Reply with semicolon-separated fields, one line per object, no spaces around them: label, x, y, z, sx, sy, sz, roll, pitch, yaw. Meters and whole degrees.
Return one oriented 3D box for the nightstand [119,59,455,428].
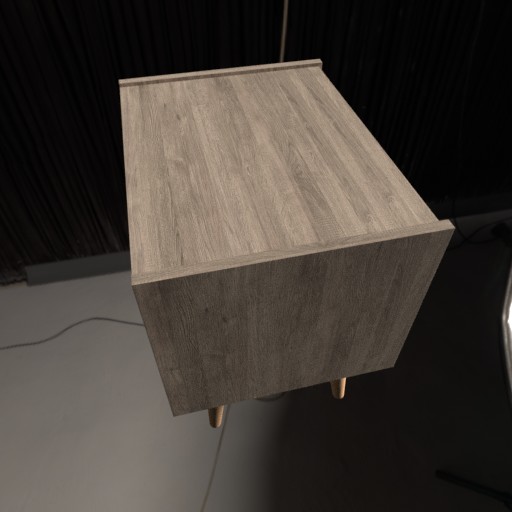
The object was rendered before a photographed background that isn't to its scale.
nightstand;0.000;0.000;0.830;0.380;0.500;0.480;-10;47;-9
